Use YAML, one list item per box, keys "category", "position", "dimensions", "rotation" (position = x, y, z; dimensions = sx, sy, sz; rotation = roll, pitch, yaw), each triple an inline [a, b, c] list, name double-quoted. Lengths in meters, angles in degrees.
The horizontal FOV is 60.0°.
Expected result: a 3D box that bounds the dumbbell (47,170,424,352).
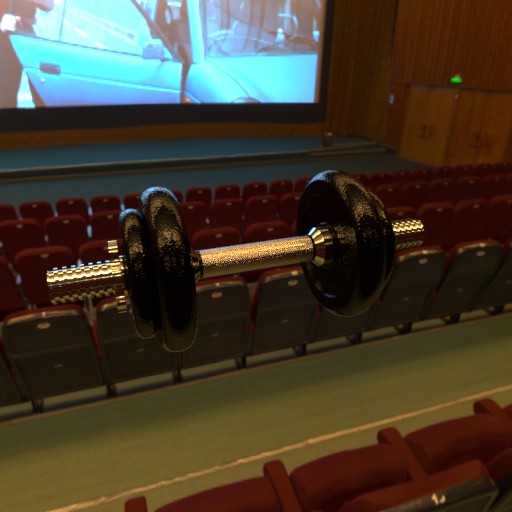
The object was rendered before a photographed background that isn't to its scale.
- category: "dumbbell"
  position: [0.000, 0.000, 0.579]
  dimensions: [0.497, 0.202, 0.202]
  rotation: [-9, 27, -17]
